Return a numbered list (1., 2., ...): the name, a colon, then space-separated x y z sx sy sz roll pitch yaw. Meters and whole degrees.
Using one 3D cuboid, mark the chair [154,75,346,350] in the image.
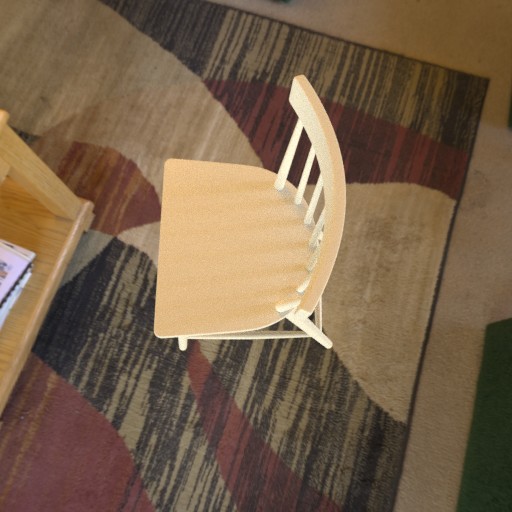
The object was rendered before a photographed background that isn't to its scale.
1. chair: 0.000 0.000 1.261 0.572 0.952 0.483 0 74 0
